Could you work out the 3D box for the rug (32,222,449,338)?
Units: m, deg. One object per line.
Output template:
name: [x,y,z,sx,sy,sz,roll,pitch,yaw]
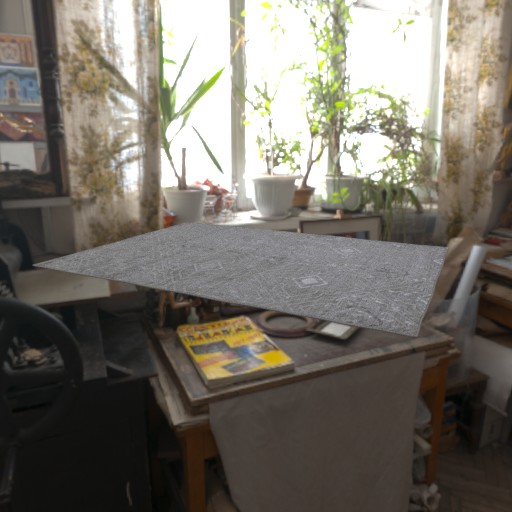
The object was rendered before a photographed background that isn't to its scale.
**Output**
rug: [0.000,0.000,4.367,3.359,0.020,2.448,7,17,26]
